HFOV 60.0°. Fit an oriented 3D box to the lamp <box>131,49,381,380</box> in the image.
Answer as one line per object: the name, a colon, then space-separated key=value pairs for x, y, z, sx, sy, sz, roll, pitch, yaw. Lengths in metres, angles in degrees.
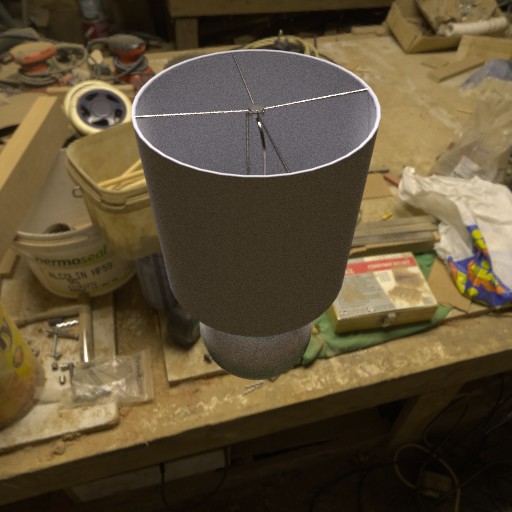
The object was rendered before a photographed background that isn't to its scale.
lamp: x=0.000 y=0.000 z=0.539 sx=0.217 sy=0.404 sz=0.217 roll=-10 pitch=48 yaw=-9
